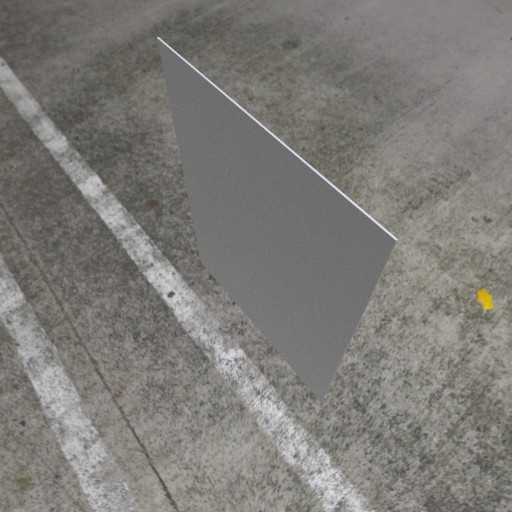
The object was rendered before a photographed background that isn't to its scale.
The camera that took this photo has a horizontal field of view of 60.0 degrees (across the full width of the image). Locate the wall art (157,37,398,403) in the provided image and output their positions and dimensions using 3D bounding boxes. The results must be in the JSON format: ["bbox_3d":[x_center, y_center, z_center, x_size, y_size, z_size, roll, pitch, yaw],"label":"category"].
[{"bbox_3d":[0.000,0.000,0.799,0.003,0.609,0.457,-34,63,-20],"label":"wall art"}]
